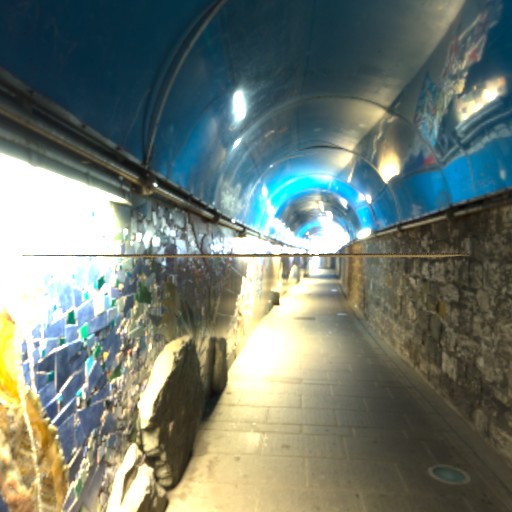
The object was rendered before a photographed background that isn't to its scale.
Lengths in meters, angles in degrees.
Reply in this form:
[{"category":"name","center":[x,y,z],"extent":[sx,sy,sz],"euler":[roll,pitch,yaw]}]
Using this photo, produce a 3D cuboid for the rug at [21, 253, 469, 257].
[{"category":"rug","center":[0.000,0.000,2.177],"extent":[1.752,0.006,1.142],"euler":[0,0,18]}]
